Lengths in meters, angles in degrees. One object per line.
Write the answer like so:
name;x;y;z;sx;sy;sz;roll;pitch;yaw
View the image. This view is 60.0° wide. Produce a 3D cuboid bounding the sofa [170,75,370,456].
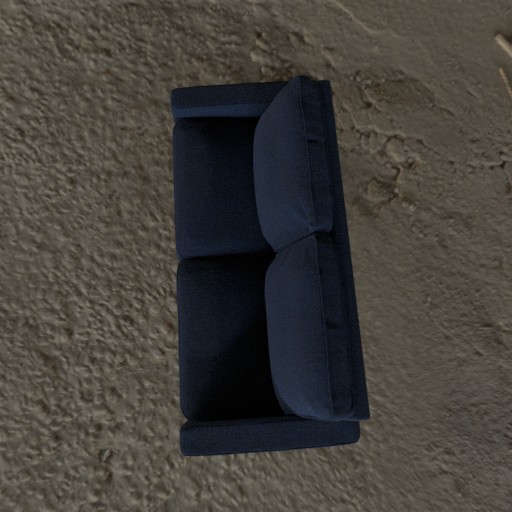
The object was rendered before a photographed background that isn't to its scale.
sofa;0.000;0.000;2.568;0.940;0.919;2.080;-4;77;-1
